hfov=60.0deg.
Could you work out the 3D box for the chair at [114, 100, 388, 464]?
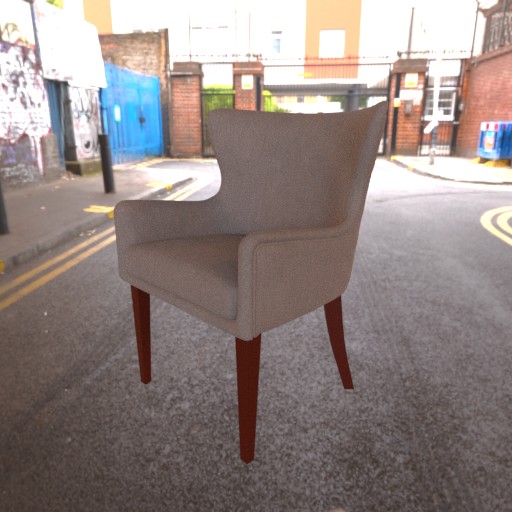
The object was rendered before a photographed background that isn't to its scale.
[{"bbox_3d":[0.000,0.000,1.452,0.677,0.948,0.732,-15,22,-42],"label":"chair"}]
